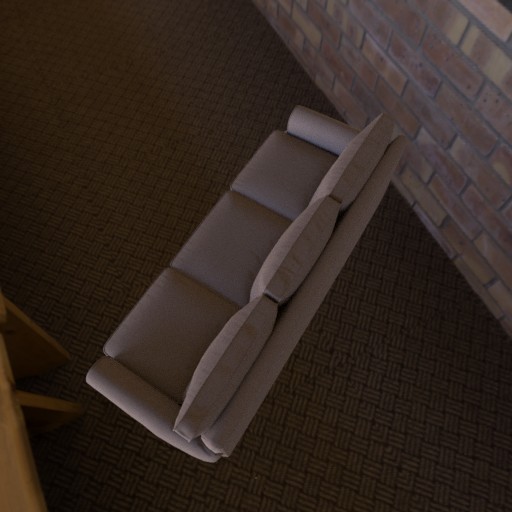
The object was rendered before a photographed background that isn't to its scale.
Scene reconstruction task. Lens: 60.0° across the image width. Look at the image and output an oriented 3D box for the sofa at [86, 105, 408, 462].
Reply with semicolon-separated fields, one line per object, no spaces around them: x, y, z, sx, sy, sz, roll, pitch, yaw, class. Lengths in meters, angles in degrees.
0.000;0.000;2.822;0.966;0.948;2.353;29;67;14;sofa
